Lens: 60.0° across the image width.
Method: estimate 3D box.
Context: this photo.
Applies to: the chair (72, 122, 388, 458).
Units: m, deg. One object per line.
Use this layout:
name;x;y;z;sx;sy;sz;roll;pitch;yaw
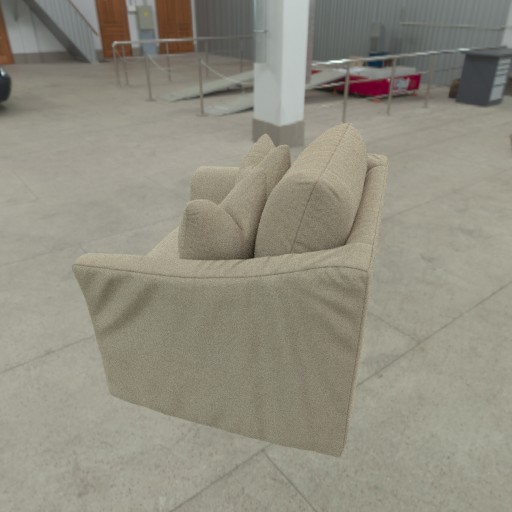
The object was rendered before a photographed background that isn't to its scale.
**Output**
chair;0.000;0.000;2.058;1.071;1.093;1.194;9;31;15
